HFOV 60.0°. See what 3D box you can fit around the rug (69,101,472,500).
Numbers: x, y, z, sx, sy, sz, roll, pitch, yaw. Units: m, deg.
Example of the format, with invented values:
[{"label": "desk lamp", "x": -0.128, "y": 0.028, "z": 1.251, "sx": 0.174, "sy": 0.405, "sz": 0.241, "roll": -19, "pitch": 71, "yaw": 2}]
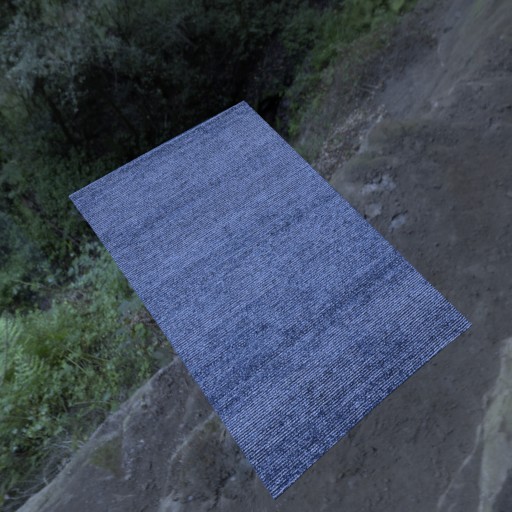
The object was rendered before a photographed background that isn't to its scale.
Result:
[{"label": "rug", "x": 0.000, "y": 0.000, "z": 2.141, "sx": 1.135, "sy": 0.010, "sz": 1.740, "roll": -34, "pitch": 68, "yaw": -16}]
